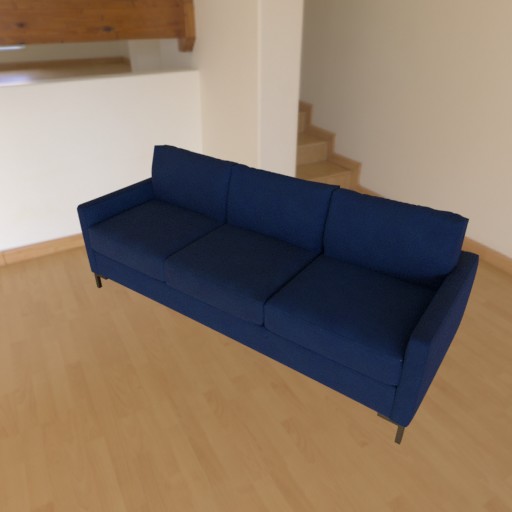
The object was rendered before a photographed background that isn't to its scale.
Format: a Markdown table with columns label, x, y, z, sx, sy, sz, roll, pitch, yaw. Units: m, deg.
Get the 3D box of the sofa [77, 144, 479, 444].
| label | x | y | z | sx | sy | sz | roll | pitch | yaw |
| --- | --- | --- | --- | --- | --- | --- | --- | --- | --- |
| sofa | 0.000 | 0.000 | 2.625 | 2.252 | 0.879 | 0.875 | 20 | 36 | 30 |
